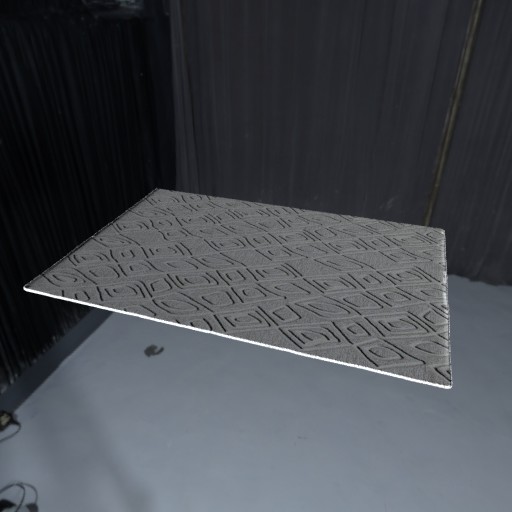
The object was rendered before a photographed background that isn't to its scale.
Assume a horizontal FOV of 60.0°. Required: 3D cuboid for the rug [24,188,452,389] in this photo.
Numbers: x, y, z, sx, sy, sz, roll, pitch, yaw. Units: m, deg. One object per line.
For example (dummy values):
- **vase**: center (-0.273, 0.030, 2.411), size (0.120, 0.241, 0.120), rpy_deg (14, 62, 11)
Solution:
- **rug**: center (0.000, 0.000, 2.256), size (1.832, 0.016, 1.224), rpy_deg (10, 33, 16)
